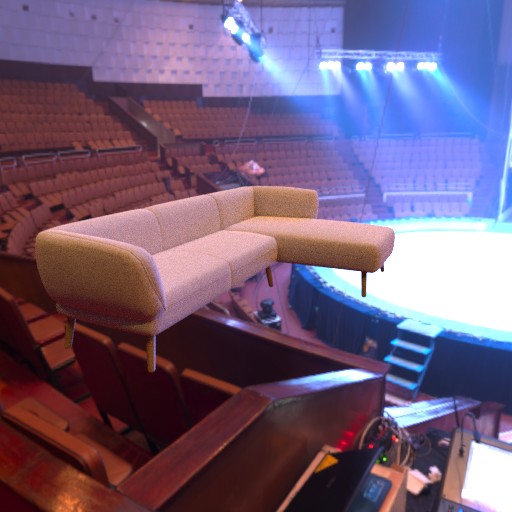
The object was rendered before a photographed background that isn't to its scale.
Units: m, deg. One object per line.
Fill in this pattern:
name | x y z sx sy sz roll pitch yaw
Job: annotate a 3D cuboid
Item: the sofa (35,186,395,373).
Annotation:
sofa | 0.000 0.000 3.256 1.610 0.730 2.660 7 17 25
